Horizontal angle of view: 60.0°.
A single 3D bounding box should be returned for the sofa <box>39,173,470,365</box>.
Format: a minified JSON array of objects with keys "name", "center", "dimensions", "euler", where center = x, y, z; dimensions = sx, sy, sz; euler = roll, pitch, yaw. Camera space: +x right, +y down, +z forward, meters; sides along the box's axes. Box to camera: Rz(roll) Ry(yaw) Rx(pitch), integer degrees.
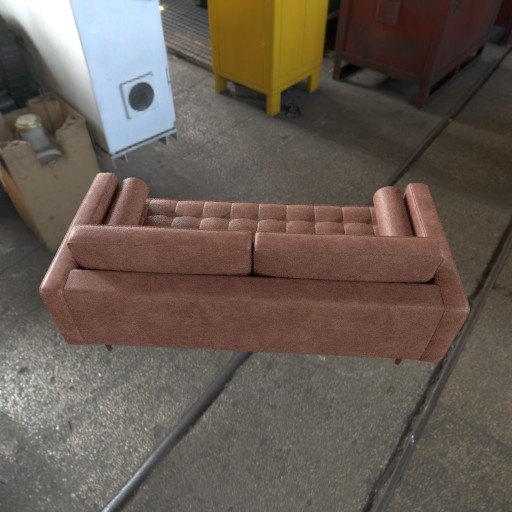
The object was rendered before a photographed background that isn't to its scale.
[{"name":"sofa","center":[0.000,0.000,2.325],"dimensions":[1.870,0.760,0.910],"euler":[2,47,2]}]
